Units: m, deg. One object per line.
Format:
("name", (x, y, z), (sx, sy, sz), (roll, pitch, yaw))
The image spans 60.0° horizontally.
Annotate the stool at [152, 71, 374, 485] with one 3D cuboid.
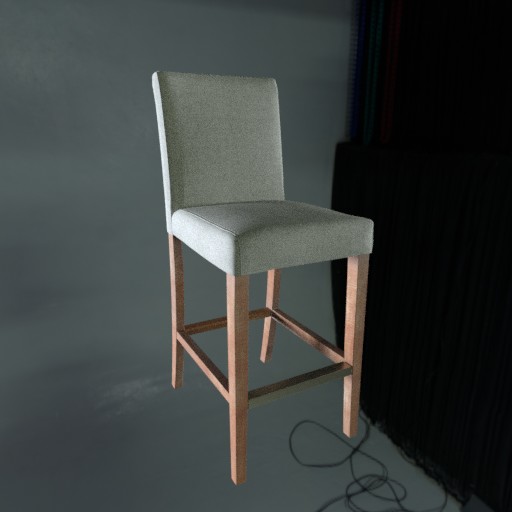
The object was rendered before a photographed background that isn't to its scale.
("stool", (0.000, 0.000, 1.367), (0.439, 1.088, 0.570), (-9, 18, -28))
